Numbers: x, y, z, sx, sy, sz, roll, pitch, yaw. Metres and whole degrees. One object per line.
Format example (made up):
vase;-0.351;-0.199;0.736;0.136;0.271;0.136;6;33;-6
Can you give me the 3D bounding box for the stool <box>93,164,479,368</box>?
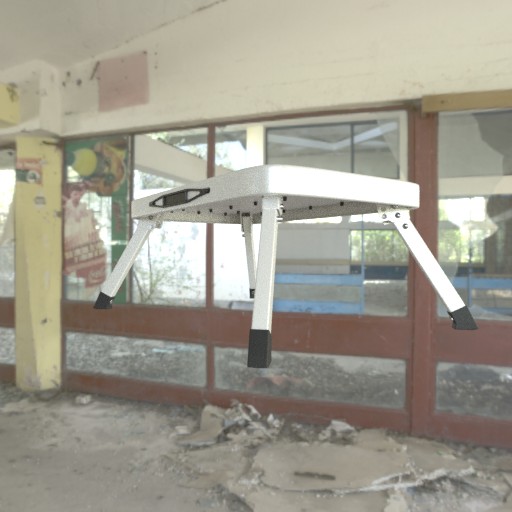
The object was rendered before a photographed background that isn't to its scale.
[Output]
stool;0.000;0.000;0.609;0.320;0.170;0.460;0;0;-35
